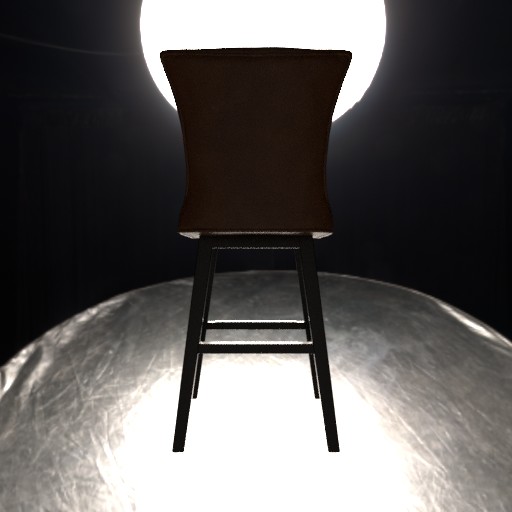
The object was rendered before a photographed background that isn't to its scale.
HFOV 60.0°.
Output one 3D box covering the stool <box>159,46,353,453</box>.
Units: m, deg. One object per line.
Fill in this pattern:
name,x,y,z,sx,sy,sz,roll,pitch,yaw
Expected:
stool,0.000,0.000,1.408,0.522,1.094,0.585,0,1,0
